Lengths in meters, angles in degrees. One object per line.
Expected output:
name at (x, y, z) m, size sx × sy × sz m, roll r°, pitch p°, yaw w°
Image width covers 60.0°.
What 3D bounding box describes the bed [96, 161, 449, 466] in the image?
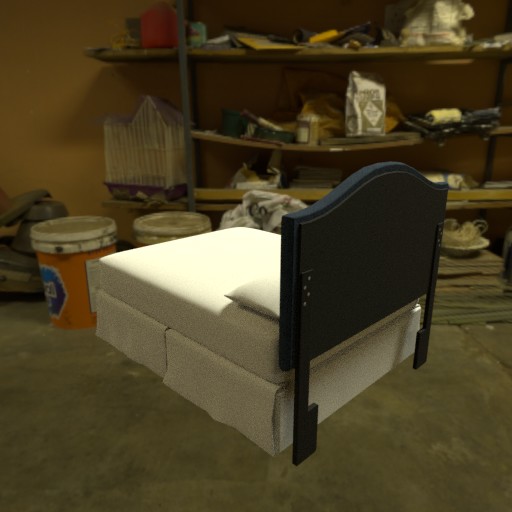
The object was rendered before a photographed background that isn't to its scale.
bed at (0.000, 0.000, 3.349) m, size 1.713 × 1.518 × 2.153 m, roll -16°, pitch 23°, yaw -42°
